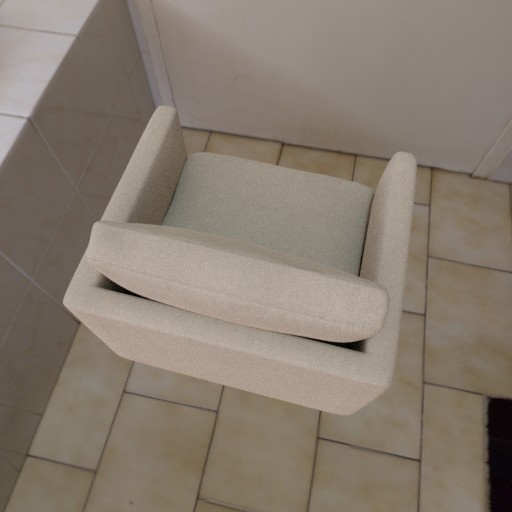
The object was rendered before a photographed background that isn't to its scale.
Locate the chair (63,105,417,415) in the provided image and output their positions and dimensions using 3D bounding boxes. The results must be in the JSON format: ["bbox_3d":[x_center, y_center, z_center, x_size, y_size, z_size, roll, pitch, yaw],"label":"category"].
[{"bbox_3d":[0.000,0.000,1.825,1.107,0.961,0.959,13,64,6],"label":"chair"}]
